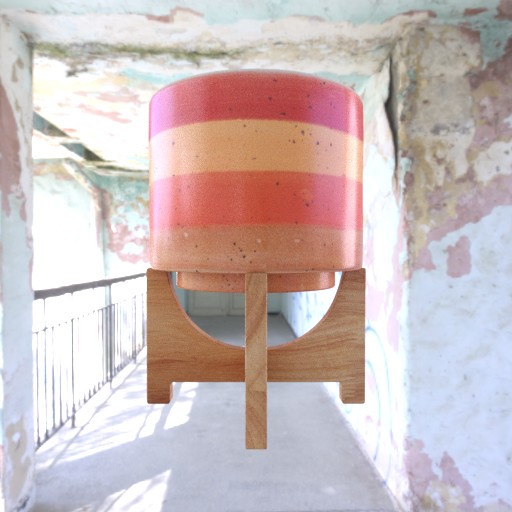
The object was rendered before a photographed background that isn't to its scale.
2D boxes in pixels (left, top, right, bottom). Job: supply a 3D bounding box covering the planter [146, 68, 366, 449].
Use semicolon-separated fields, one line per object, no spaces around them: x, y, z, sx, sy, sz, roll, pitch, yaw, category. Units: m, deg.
0.000;0.000;0.407;0.199;0.268;0.199;0;1;0;planter
